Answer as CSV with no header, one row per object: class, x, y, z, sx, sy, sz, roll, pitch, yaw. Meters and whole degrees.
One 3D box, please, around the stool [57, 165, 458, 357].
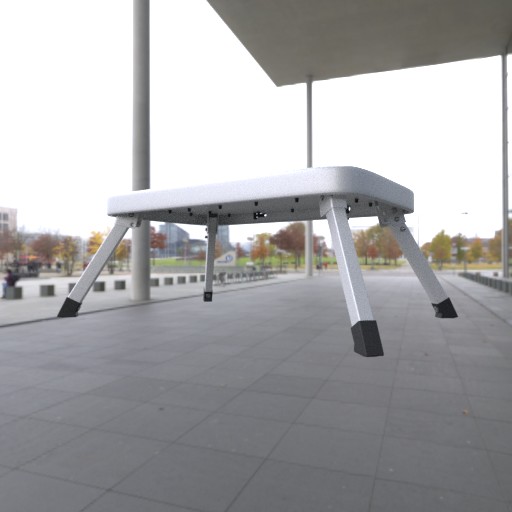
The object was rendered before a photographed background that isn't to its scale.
stool,0.000,0.000,0.611,0.460,0.170,0.320,0,-1,35
